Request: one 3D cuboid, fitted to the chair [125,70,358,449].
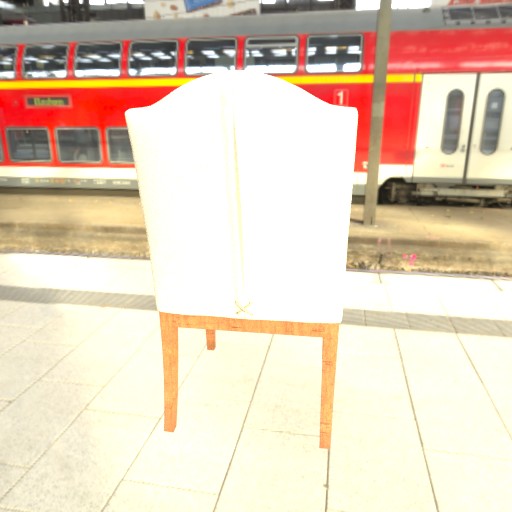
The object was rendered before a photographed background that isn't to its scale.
[{"bbox_3d":[0.000,0.000,1.376,0.534,1.012,0.648,3,17,8],"label":"chair"}]
